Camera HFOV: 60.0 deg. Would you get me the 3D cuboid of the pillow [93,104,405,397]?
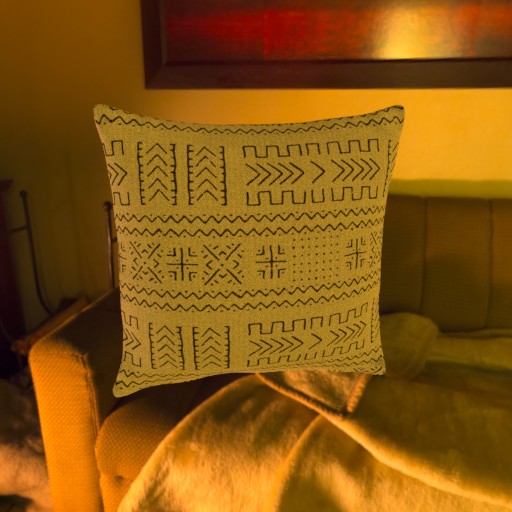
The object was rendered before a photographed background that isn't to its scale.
[{"bbox_3d":[0.000,0.000,0.656,0.438,0.430,0.164,-3,15,-10],"label":"pillow"}]
